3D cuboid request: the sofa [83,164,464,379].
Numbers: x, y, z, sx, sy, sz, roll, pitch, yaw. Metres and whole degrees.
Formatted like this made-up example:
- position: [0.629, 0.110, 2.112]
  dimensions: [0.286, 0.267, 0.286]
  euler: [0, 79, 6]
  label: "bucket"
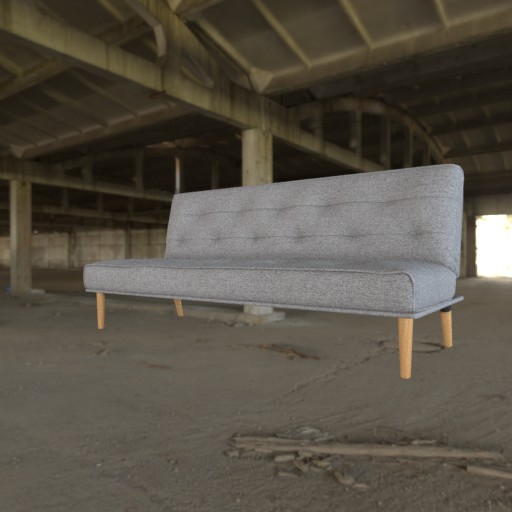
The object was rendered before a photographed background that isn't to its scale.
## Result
- position: [0.000, 0.000, 2.261]
  dimensions: [1.820, 0.830, 0.810]
  euler: [0, 0, 36]
  label: "sofa"
